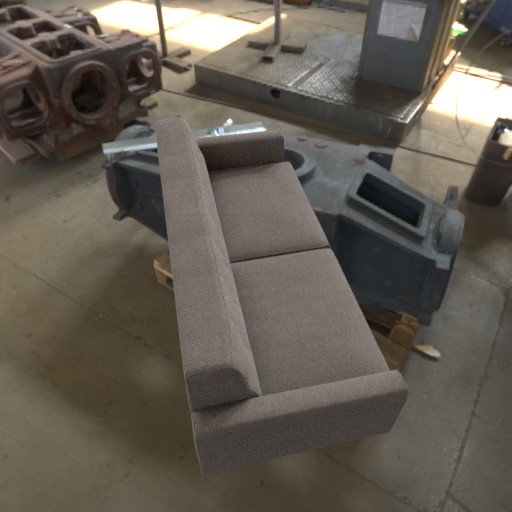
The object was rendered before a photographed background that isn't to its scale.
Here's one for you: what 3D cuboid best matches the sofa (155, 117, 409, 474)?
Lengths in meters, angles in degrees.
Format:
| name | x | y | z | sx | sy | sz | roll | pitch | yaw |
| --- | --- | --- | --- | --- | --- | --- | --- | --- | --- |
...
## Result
| name | x | y | z | sx | sy | sz | roll | pitch | yaw |
| --- | --- | --- | --- | --- | --- | --- | --- | --- | --- |
| sofa | 0.000 | 0.000 | 2.471 | 0.909 | 0.841 | 2.029 | -9 | 47 | -9 |
